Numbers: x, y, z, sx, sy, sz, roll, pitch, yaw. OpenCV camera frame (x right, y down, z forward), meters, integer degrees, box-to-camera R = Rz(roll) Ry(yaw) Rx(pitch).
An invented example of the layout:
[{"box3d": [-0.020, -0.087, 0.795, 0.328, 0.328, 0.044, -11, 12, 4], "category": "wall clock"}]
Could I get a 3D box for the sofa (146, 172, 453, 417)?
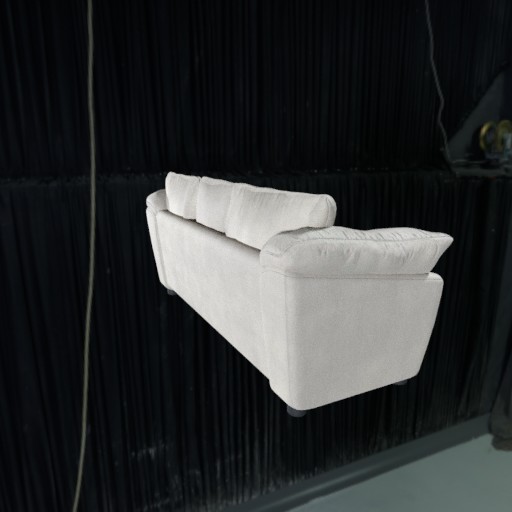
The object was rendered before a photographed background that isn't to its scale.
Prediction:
[{"box3d": [0.000, 0.000, 2.867, 0.878, 0.996, 2.334, -7, 15, -26], "category": "sofa"}]
